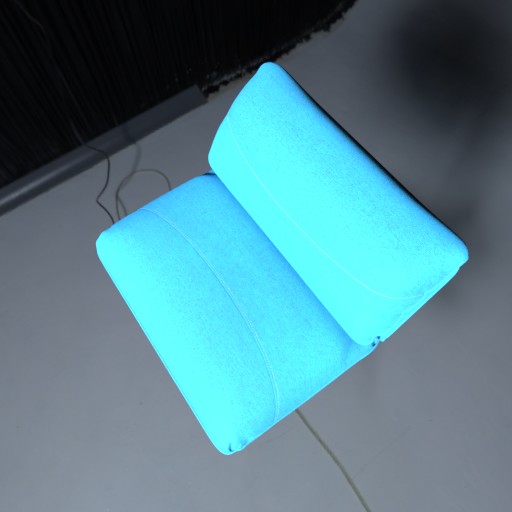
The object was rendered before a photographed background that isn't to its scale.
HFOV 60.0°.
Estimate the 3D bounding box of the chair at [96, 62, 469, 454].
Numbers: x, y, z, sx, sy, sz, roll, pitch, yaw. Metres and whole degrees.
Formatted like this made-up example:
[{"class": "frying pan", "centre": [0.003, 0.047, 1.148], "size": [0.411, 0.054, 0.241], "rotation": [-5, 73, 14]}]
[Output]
[{"class": "chair", "centre": [0.000, 0.000, 1.323], "size": [0.780, 0.580, 0.820], "rotation": [-32, 68, -15]}]
